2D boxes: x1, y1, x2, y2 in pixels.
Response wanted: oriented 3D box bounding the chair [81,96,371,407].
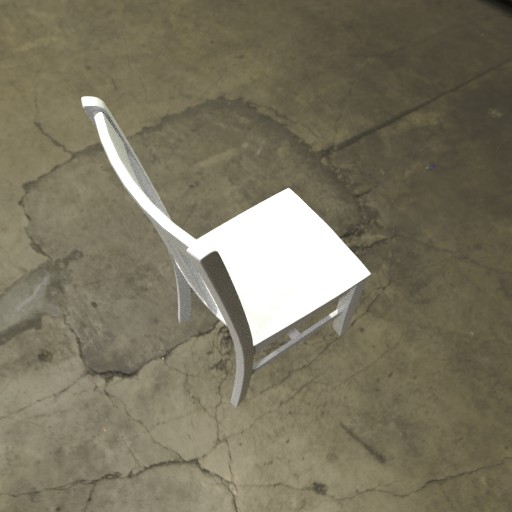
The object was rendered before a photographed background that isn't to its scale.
[{"bbox_3d":[0.000,0.000,1.247,0.555,0.998,0.450,-30,62,-18],"label":"chair"}]
